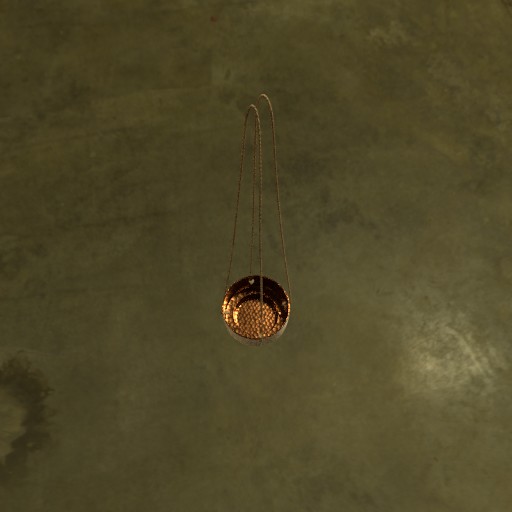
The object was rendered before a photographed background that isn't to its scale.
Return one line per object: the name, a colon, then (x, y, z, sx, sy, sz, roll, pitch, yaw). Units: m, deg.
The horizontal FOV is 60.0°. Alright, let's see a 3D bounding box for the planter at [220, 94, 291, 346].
planter: (0.000, 0.000, 1.093, 0.223, 1.030, 0.223, 33, 69, 14)
